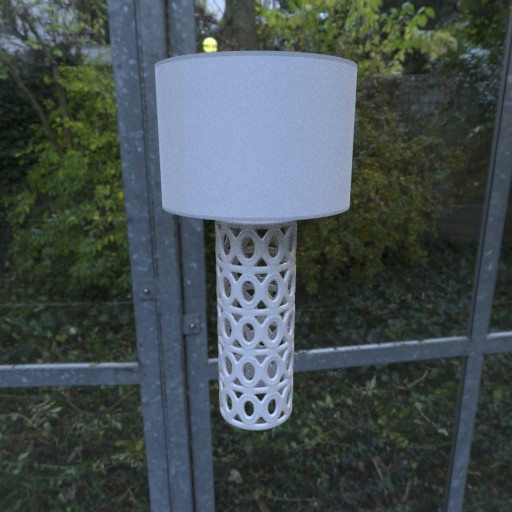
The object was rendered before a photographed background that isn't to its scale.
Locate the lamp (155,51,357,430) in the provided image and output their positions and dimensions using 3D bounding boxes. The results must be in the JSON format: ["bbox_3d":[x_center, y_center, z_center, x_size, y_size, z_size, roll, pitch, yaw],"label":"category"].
[{"bbox_3d":[0.000,0.000,0.811,0.324,0.636,0.325,3,15,10],"label":"lamp"}]
